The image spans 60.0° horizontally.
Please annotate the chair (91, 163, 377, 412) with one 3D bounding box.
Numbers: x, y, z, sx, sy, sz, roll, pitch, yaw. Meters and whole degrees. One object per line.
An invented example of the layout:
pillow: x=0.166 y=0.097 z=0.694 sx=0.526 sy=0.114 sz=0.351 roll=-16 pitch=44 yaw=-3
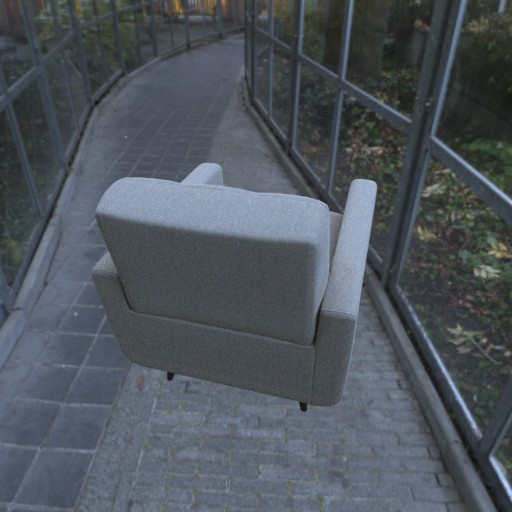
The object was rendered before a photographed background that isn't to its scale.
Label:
chair: x=0.000 y=0.000 z=1.853 sx=0.897 sy=0.965 sz=1.128 roll=9 pitch=34 yaw=13
